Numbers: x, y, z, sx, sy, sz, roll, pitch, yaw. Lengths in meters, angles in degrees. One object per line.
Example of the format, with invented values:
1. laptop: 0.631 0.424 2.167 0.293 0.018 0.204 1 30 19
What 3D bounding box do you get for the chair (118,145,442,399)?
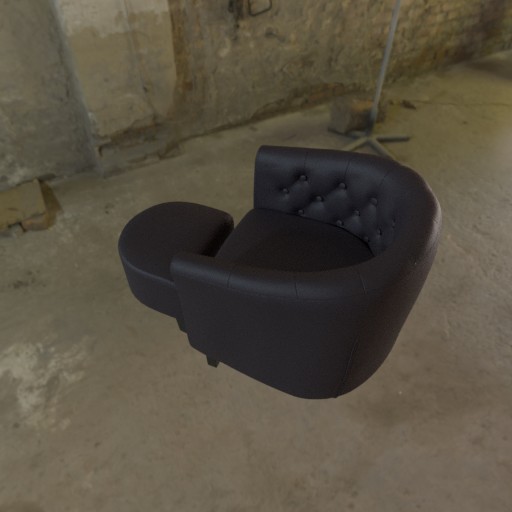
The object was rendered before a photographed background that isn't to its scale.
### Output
1. chair: 0.000 0.000 1.697 1.191 0.760 0.763 17 48 16
